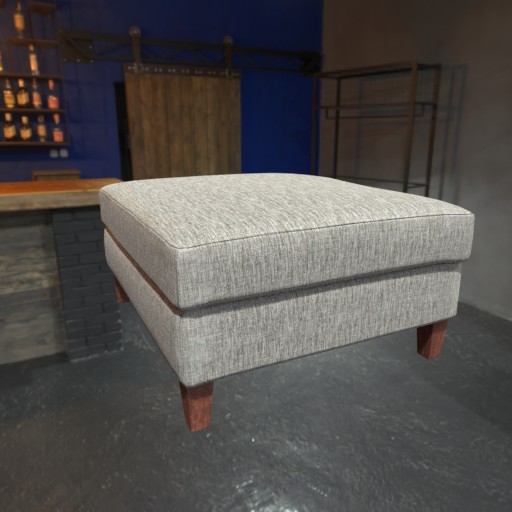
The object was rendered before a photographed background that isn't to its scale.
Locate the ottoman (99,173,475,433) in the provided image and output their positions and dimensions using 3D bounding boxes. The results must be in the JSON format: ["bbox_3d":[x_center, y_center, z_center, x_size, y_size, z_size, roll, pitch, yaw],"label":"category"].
[{"bbox_3d":[0.000,0.000,1.457,0.839,0.492,0.994,-8,18,-26],"label":"ottoman"}]
